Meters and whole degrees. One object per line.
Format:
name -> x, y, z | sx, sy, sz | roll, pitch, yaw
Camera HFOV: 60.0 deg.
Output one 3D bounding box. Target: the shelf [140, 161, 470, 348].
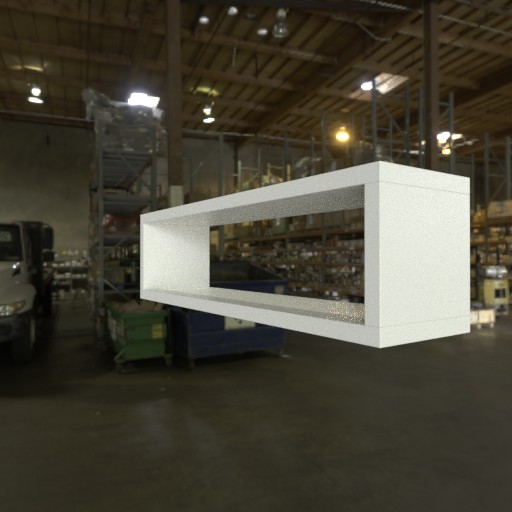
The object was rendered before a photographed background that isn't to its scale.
shelf -> 0.000, 0.000, 0.695 | 0.150, 0.170, 0.610 | 0, 0, -35
